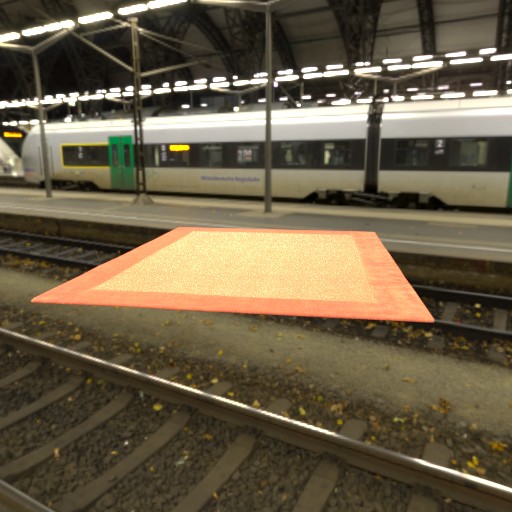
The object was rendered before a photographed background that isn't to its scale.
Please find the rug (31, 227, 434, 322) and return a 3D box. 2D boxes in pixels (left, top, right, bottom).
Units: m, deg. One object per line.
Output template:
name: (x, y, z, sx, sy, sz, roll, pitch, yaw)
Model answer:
rug: (0.000, 0.000, 4.027, 2.430, 0.018, 2.976, 2, 13, 8)
